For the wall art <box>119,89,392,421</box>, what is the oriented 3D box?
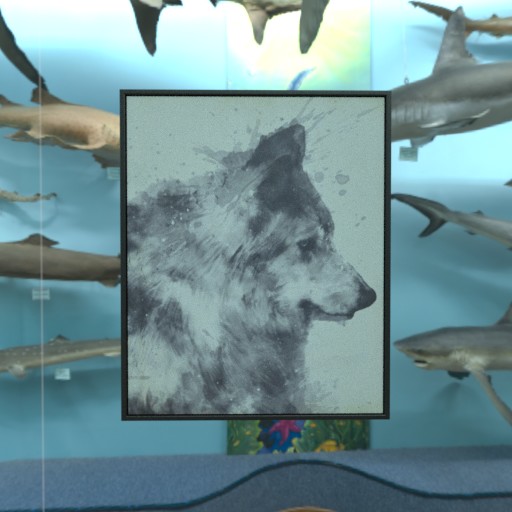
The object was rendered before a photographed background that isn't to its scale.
[{"bbox_3d":[0.000,0.000,0.752,0.451,0.551,0.028,0,1,-1],"label":"wall art"}]
